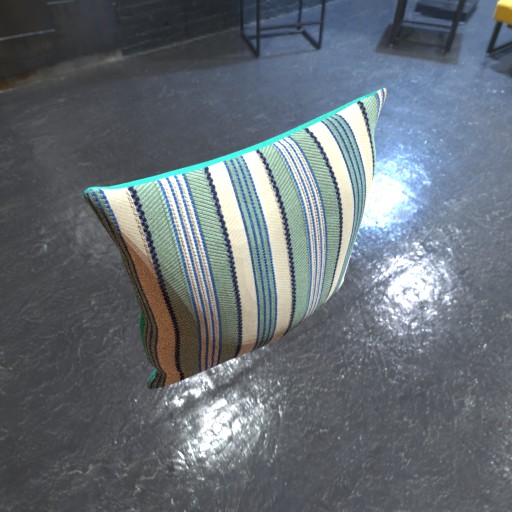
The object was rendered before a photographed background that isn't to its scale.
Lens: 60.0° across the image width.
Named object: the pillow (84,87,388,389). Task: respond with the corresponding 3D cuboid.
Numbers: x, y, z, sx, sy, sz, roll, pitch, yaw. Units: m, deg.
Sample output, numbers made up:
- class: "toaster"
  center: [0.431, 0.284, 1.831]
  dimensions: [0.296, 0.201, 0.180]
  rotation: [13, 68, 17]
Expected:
- class: "pillow"
  center: [0.000, 0.000, 0.688]
  dimensions: [0.440, 0.441, 0.182]
  rotation: [-26, 52, -22]
